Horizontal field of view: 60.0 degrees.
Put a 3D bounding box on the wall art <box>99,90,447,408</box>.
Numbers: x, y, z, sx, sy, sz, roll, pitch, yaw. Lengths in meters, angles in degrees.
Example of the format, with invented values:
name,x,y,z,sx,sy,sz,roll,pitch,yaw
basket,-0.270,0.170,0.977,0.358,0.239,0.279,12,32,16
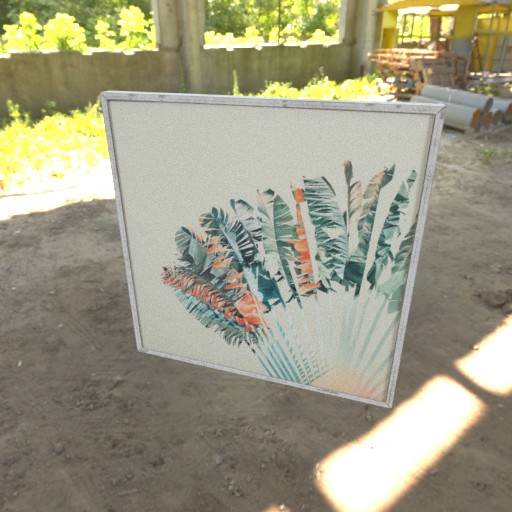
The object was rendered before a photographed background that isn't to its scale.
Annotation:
name,x,y,z,sx,sy,sz,roll,pitch,yaw
wall art,0.000,0.000,1.117,0.760,0.757,0.038,8,27,16
